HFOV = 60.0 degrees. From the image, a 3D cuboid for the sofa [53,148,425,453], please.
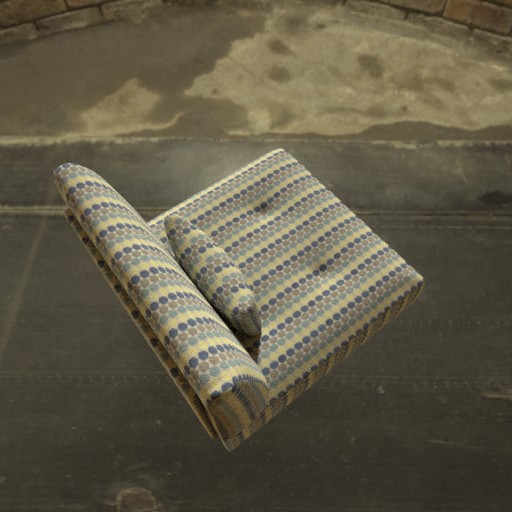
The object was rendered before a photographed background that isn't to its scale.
[{"bbox_3d":[0.000,0.000,1.686,1.000,0.830,0.930,-33,65,-18],"label":"sofa"}]
